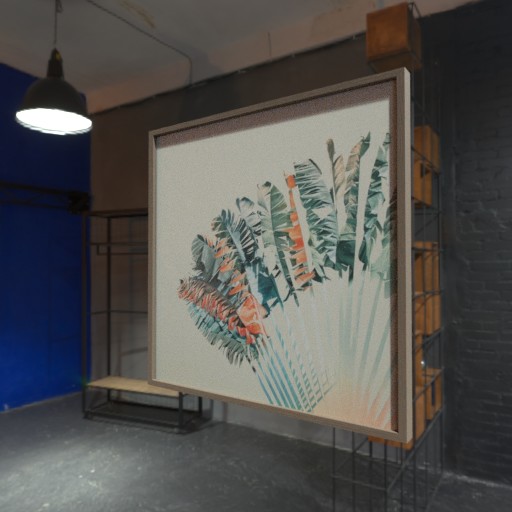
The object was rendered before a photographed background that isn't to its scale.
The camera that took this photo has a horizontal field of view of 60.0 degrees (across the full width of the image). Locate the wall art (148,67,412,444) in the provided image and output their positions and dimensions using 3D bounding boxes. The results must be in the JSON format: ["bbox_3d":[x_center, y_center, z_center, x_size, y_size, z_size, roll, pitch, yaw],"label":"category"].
[{"bbox_3d":[0.000,0.000,1.125,0.761,0.758,0.038,-1,-1,35],"label":"wall art"}]
